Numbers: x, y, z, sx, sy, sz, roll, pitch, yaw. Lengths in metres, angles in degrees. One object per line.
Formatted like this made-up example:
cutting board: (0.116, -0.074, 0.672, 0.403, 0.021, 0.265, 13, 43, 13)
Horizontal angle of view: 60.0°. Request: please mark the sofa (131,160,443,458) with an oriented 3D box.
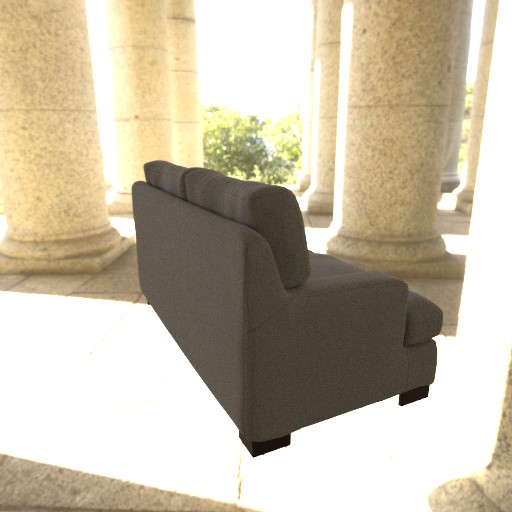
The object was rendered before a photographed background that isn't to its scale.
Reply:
sofa: (0.000, 0.000, 2.447, 0.962, 0.980, 1.855, -8, 17, -25)
